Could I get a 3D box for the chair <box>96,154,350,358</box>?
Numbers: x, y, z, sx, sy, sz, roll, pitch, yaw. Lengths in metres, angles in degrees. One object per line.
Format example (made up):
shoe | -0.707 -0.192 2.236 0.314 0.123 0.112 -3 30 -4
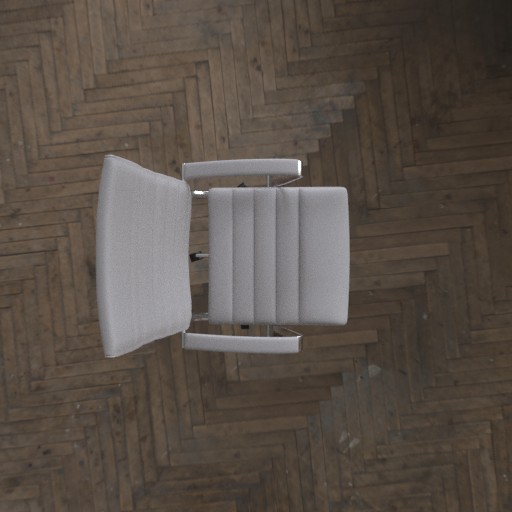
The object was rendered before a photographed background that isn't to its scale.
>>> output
chair | 0.000 0.000 1.503 0.667 1.149 0.679 0 90 1
